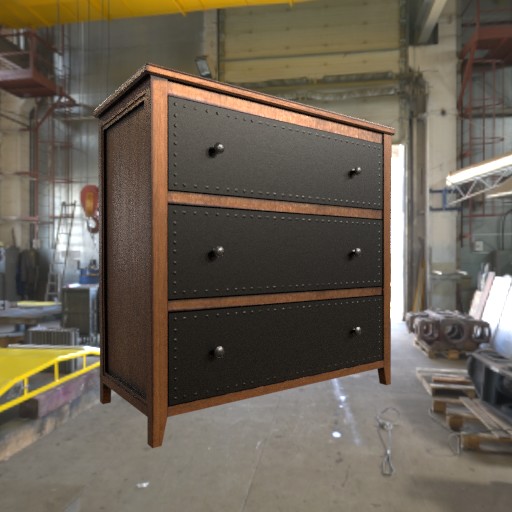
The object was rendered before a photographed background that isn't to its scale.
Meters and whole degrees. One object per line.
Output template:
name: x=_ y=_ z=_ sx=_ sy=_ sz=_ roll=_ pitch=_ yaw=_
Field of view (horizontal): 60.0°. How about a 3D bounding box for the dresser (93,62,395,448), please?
dresser: x=0.000 y=0.000 z=1.981 sx=1.250 sy=1.224 sz=0.591 roll=0 pitch=0 yaw=-36
